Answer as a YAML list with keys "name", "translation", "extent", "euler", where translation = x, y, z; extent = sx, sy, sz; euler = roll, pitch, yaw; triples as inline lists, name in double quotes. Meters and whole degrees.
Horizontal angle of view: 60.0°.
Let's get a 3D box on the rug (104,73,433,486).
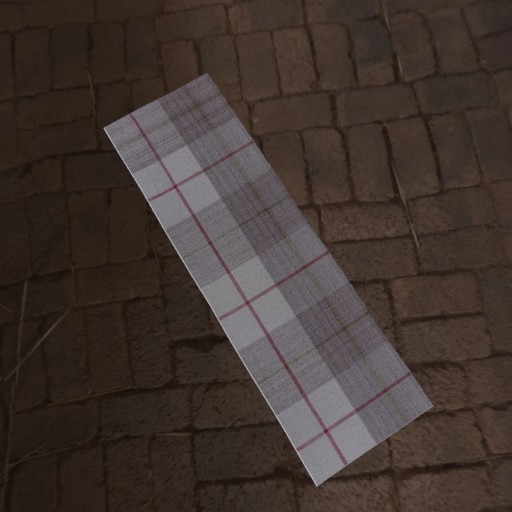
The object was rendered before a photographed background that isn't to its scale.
- name: "rug"
  translation: [0.000, 0.000, 2.609]
  extent: [0.762, 0.013, 2.439]
  euler: [-31, 78, -7]
